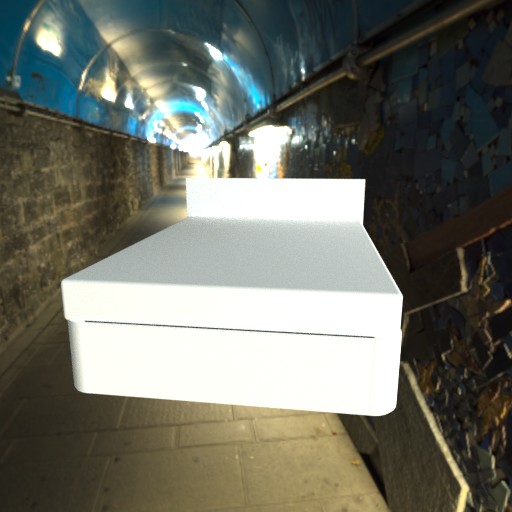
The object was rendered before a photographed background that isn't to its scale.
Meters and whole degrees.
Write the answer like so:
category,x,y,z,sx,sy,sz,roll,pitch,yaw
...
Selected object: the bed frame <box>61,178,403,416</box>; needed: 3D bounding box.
category,x,y,z,sx,sy,sz,roll,pitch,yaw
bed frame,0.000,0.000,2.637,1.400,0.800,1.900,2,13,8
